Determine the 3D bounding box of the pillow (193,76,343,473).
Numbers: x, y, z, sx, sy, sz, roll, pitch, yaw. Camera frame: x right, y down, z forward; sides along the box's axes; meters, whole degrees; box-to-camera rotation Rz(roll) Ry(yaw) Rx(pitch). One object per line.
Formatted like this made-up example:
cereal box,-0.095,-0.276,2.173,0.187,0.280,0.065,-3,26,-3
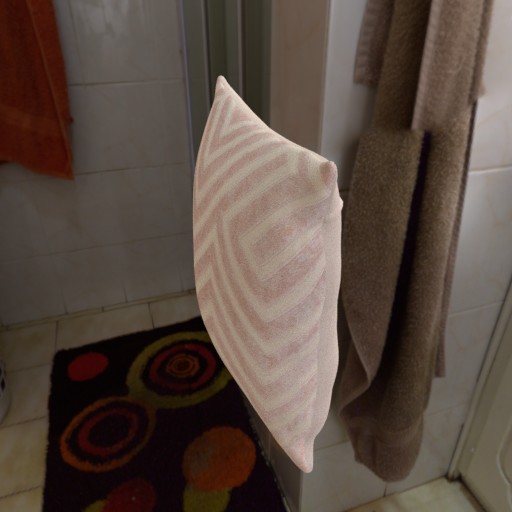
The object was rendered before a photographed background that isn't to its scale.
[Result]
pillow,0.000,0.000,0.655,0.182,0.441,0.440,-9,32,-14
